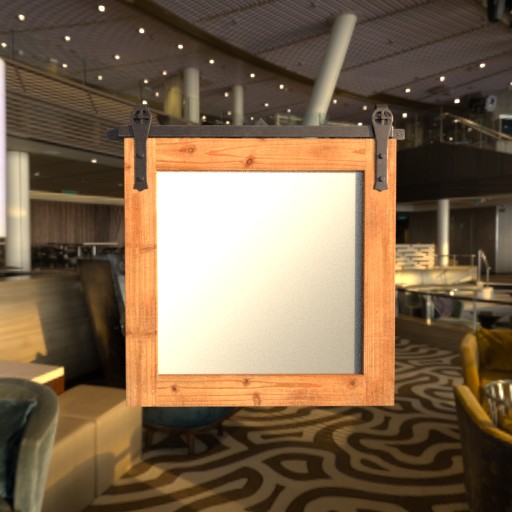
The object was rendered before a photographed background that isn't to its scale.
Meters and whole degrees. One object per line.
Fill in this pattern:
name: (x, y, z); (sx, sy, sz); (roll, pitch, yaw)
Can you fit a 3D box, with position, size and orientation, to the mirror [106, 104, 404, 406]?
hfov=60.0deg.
mirror: (0.000, 0.000, 1.185); (0.805, 0.800, 0.054); (0, 2, -1)
